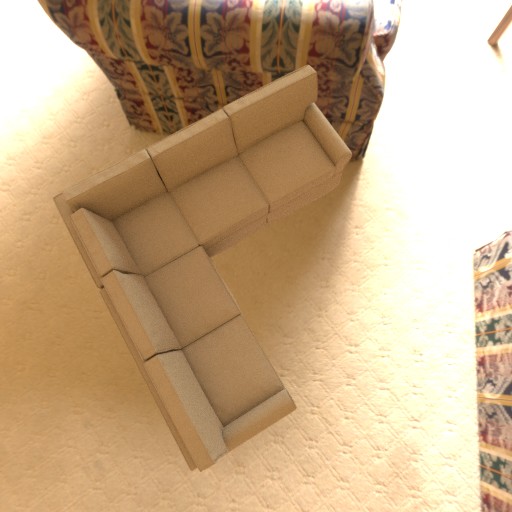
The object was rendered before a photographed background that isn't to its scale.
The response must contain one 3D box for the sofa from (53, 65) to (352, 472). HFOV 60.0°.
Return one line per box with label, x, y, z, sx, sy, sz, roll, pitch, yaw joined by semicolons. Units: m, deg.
sofa;0.000;0.000;4.220;2.733;1.124;2.730;-30;77;-8
